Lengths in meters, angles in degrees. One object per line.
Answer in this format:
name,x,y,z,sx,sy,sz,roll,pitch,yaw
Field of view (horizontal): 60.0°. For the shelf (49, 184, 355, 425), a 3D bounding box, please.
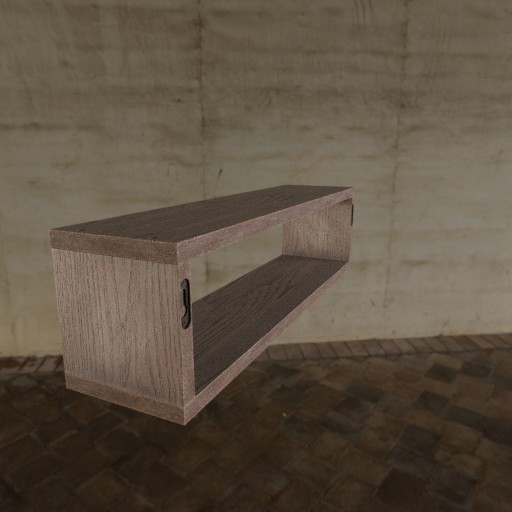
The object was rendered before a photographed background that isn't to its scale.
shelf,0.000,0.000,0.683,0.150,0.170,0.610,6,15,25
